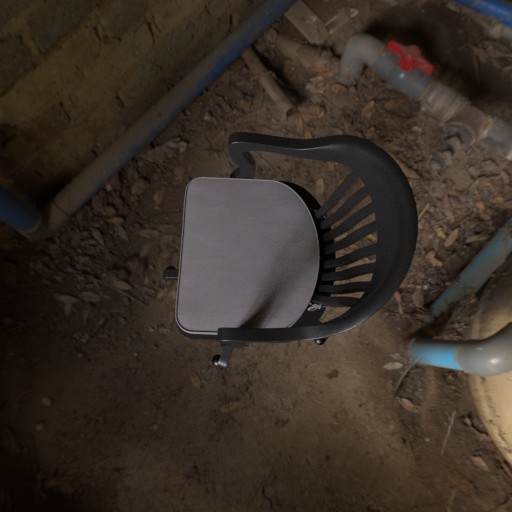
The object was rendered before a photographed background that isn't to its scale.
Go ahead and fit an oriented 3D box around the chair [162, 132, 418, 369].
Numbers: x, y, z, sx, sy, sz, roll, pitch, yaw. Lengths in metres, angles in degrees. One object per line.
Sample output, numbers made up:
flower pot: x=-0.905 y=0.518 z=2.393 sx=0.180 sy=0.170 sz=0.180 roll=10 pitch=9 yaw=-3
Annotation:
chair: x=0.000 y=0.000 z=1.503 sx=0.788 sy=0.878 sz=0.750 roll=2 pitch=76 yaw=1
